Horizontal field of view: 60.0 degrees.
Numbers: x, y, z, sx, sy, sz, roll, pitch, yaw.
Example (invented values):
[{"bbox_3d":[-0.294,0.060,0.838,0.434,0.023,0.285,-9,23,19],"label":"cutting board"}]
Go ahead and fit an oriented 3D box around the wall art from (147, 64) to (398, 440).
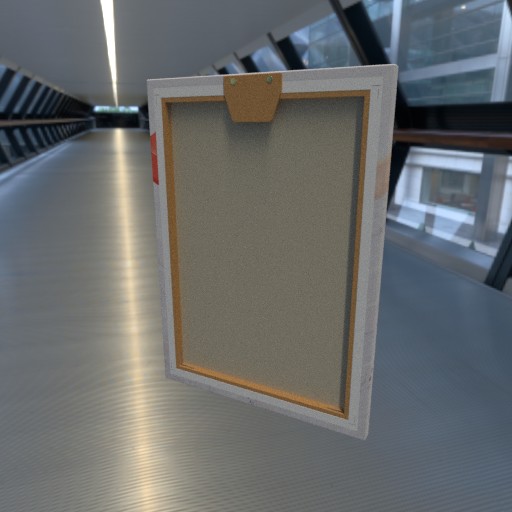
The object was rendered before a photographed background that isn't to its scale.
[{"bbox_3d":[0.000,0.000,1.107,0.613,0.848,0.036,8,18,27],"label":"wall art"}]
